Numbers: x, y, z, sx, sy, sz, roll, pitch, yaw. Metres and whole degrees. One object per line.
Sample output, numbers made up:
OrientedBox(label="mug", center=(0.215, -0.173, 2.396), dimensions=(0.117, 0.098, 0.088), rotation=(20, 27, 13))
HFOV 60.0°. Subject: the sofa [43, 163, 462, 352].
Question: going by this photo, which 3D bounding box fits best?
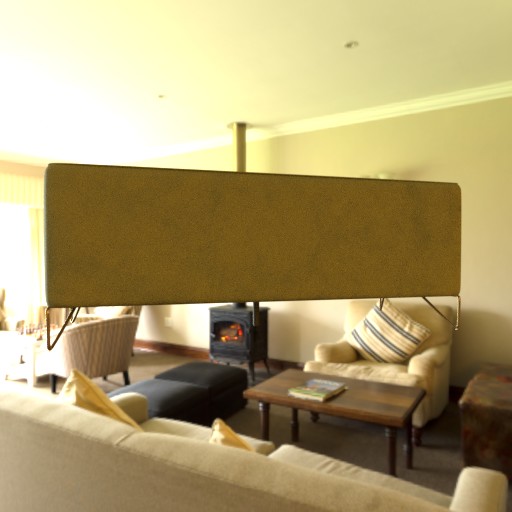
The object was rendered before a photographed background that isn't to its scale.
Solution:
OrientedBox(label="sofa", center=(0.000, 0.000, 2.499), dimensions=(2.087, 0.789, 0.867), rotation=(0, 0, -16))
